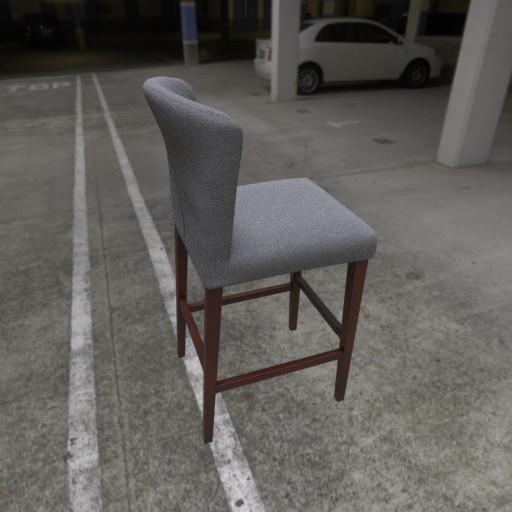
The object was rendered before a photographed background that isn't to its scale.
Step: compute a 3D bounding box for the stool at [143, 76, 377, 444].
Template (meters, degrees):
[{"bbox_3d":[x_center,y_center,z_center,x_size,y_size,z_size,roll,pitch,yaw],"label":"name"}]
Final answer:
[{"bbox_3d":[0.000,0.000,1.405,0.568,1.069,0.486,-11,33,-17],"label":"stool"}]
